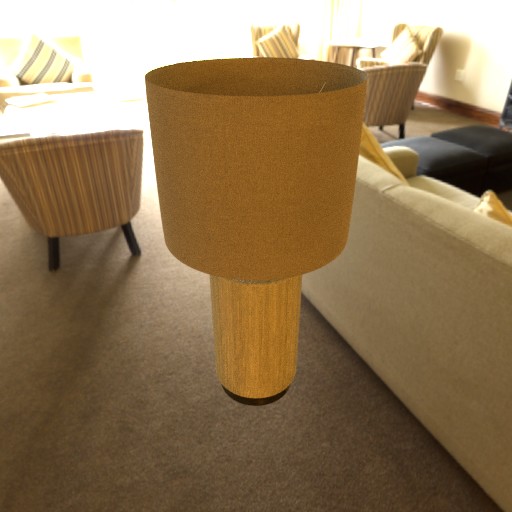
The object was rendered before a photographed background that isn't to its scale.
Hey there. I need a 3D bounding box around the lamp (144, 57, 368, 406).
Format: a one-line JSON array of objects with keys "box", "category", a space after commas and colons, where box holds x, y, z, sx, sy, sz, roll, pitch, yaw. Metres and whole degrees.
[{"box": [0.000, 0.000, 0.574, 0.228, 0.444, 0.228, 10, 33, 16], "category": "lamp"}]
